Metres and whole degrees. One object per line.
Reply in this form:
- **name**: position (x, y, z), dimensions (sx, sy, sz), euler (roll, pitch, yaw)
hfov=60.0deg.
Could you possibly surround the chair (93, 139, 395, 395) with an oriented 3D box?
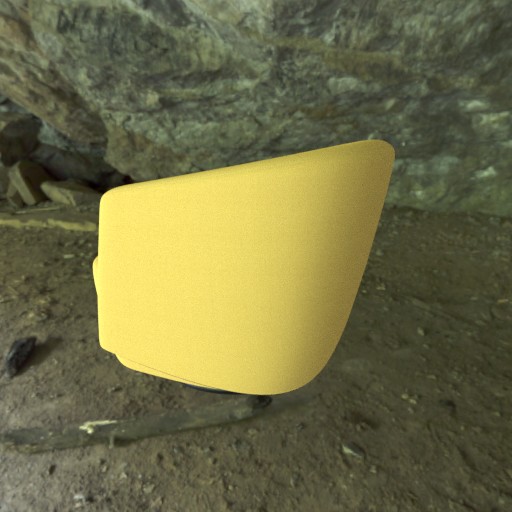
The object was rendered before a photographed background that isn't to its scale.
- **chair**: position (0.000, 0.000, 1.371), dimensions (0.767, 0.698, 0.773), euler (7, 17, 24)
